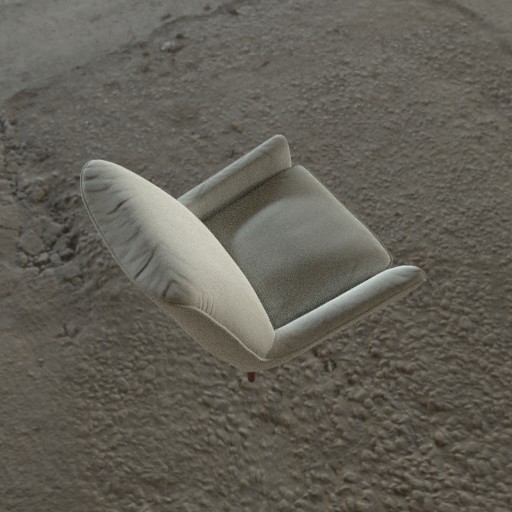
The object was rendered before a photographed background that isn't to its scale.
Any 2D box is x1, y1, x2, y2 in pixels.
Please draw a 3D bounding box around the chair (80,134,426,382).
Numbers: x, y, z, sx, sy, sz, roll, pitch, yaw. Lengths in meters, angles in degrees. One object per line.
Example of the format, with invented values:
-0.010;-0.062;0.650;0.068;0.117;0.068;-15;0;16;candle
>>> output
0.000;0.000;1.474;0.822;0.888;0.787;-30;63;-18;chair
